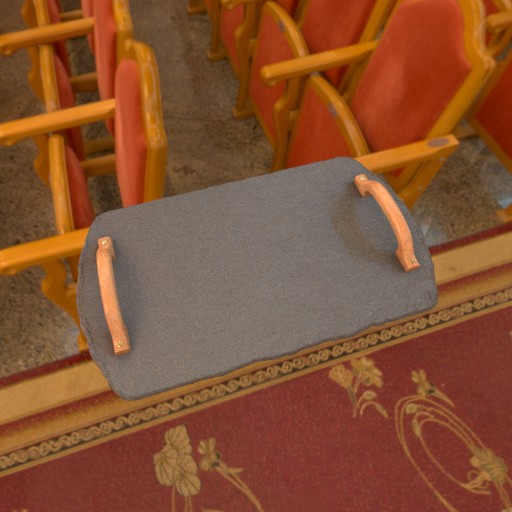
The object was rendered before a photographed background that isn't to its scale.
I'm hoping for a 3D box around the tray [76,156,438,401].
[{"bbox_3d":[0.000,0.000,0.483,0.387,0.062,0.231,-15,59,-9],"label":"tray"}]
